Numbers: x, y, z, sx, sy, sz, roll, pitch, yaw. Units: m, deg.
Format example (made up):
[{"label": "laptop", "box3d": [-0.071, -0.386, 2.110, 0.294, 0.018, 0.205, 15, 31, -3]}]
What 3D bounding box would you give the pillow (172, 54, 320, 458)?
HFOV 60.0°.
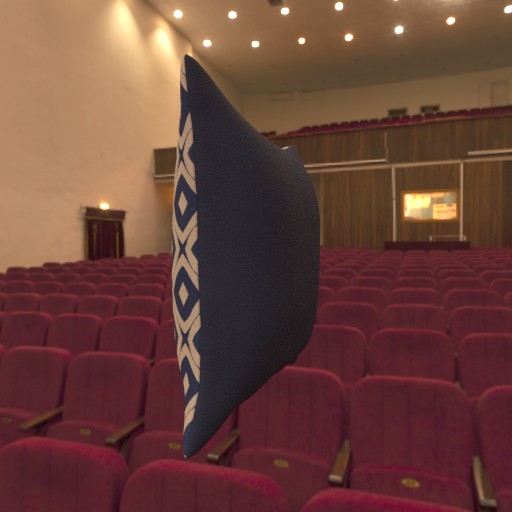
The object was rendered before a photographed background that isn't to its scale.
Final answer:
[{"label": "pillow", "box3d": [0.000, 0.000, 0.772, 0.188, 0.494, 0.504, 0, 1, 20]}]
